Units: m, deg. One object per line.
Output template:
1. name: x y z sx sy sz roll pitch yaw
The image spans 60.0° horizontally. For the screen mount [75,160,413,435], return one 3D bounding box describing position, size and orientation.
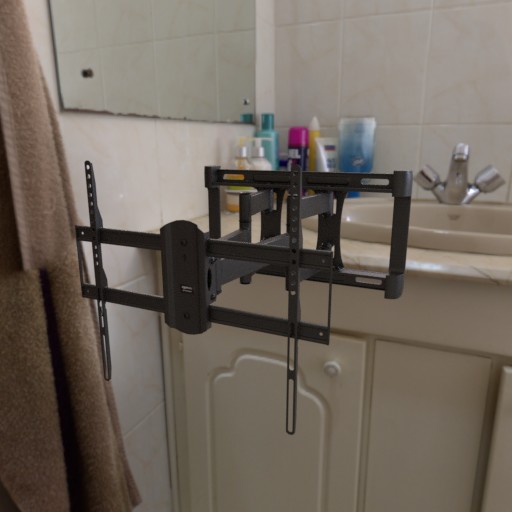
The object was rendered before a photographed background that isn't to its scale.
1. screen mount: 0.000 0.000 0.980 0.571 0.424 0.556 7 16 25
